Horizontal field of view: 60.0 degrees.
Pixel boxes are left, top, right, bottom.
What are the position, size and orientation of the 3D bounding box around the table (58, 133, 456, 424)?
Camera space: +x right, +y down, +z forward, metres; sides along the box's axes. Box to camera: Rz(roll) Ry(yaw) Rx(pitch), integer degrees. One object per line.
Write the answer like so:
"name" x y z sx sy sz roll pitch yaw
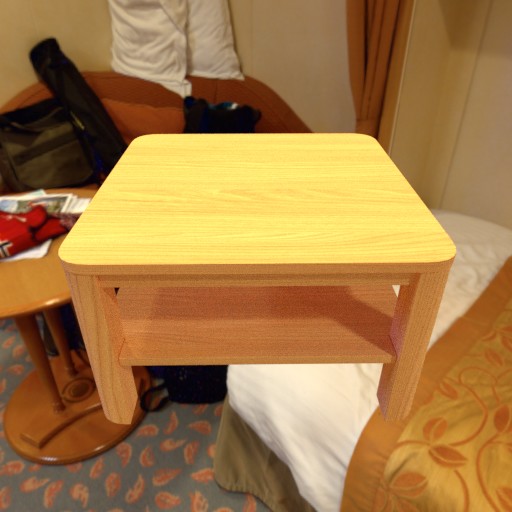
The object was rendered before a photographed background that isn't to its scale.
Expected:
"table" 0.000 0.000 1.225 0.750 0.450 0.750 0 33 -1
